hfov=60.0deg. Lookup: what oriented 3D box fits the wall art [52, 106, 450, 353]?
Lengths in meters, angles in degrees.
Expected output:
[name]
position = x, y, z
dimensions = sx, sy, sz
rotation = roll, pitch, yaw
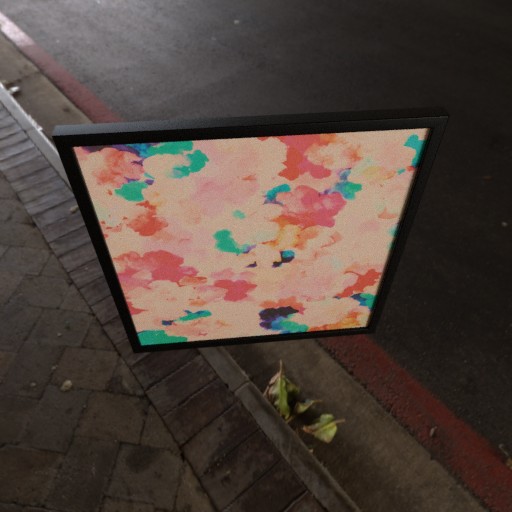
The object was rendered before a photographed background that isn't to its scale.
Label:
[wall art]
position = 0.000, 0.000, 1.124
dimensions = 0.756, 0.755, 0.036
rotation = -4, 47, -4
